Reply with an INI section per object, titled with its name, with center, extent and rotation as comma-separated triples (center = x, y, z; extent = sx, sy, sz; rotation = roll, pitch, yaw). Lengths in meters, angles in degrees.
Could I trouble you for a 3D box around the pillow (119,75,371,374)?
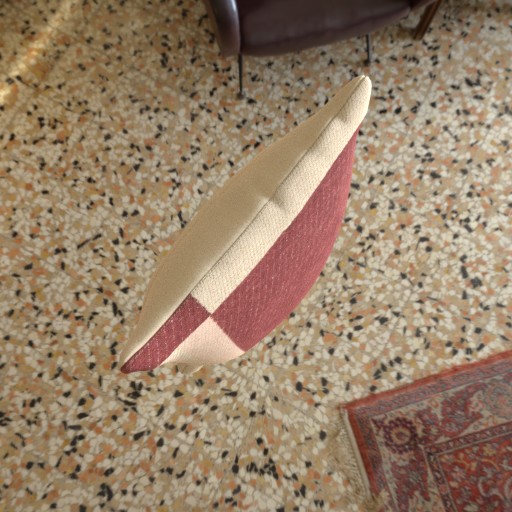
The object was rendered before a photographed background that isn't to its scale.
[pillow]
center = 0.000, 0.000, 0.808
extent = 0.229, 0.506, 0.536
rotation = 38, 79, 9
